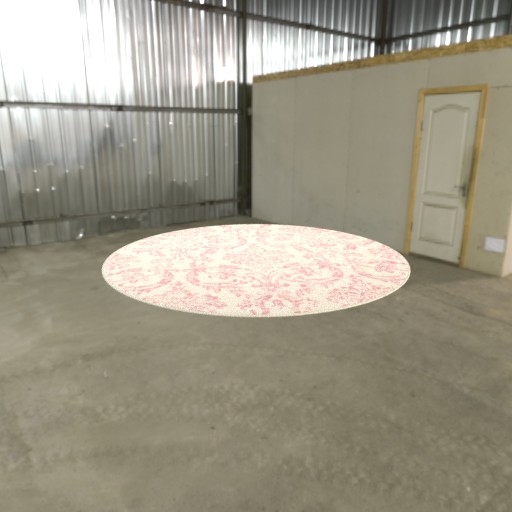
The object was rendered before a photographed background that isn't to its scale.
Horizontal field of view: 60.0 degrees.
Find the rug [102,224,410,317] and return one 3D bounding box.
[{"bbox_3d":[0.000,0.000,2.411,1.593,0.012,1.593,0,16,0],"label":"rug"}]
